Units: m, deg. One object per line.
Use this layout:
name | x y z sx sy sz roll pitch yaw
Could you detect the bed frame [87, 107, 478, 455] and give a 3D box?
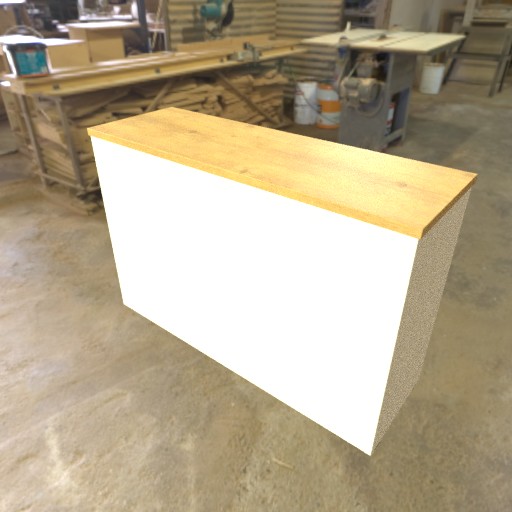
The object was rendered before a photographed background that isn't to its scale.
bed frame | 0.000 0.000 1.706 1.300 0.850 0.430 23 38 32
